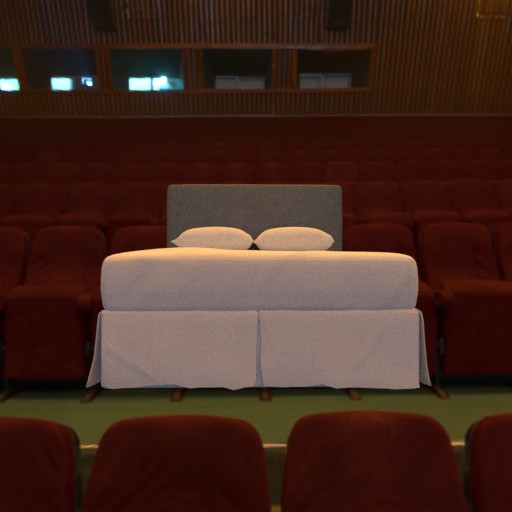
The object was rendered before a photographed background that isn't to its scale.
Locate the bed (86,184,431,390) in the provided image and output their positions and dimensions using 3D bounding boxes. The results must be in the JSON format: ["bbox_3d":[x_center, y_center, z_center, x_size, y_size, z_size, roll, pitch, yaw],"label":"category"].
[{"bbox_3d":[0.000,0.000,3.210,1.713,1.330,2.142,0,1,-1],"label":"bed"}]
